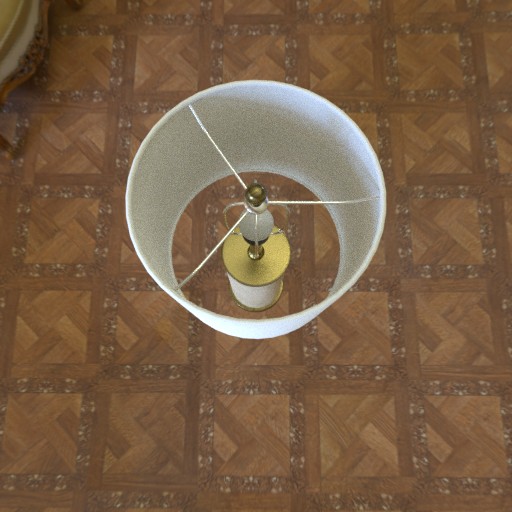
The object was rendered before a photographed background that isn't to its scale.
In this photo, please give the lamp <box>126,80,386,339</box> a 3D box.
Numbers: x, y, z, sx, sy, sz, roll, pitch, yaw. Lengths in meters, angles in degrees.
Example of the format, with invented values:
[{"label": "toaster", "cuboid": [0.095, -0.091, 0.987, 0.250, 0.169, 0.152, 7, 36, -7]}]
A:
[{"label": "lamp", "cuboid": [0.000, 0.000, 0.814, 0.305, 0.634, 0.305, -1, 76, 0]}]
